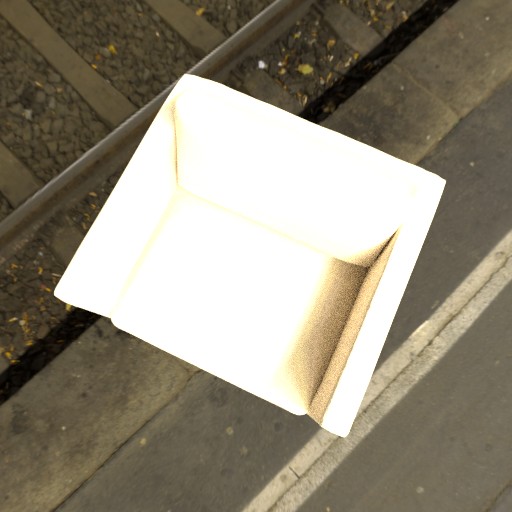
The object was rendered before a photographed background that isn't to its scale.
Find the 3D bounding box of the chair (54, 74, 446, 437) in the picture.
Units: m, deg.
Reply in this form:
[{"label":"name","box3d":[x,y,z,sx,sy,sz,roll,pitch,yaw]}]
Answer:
[{"label":"chair","box3d":[0.000,0.000,1.732,1.057,0.851,0.947,24,77,6]}]
